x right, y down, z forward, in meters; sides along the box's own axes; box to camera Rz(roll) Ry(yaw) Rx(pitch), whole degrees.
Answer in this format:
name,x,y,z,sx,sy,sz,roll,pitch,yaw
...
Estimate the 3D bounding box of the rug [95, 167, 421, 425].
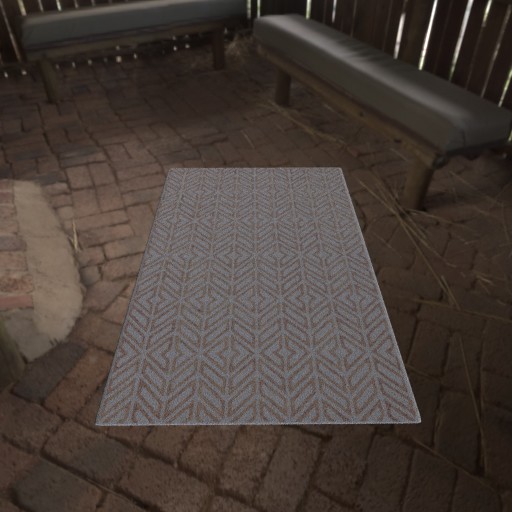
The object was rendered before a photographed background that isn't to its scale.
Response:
name,x,y,z,sx,sy,sz,roll,pitch,yaw
rug,0.000,0.000,2.991,1.523,0.008,2.438,0,40,0
